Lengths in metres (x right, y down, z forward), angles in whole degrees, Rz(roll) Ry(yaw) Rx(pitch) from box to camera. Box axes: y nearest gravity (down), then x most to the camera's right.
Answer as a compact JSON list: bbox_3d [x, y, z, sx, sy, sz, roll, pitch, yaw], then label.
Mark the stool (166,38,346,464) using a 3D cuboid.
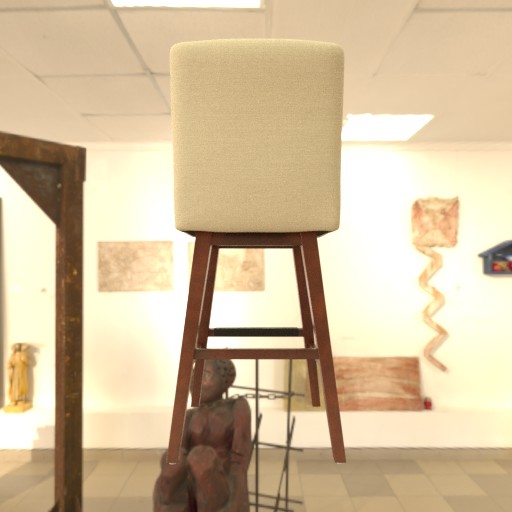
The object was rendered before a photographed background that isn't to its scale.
[{"bbox_3d":[0.000,0.000,1.379,0.470,1.097,0.559,0,-1,0],"label":"stool"}]
